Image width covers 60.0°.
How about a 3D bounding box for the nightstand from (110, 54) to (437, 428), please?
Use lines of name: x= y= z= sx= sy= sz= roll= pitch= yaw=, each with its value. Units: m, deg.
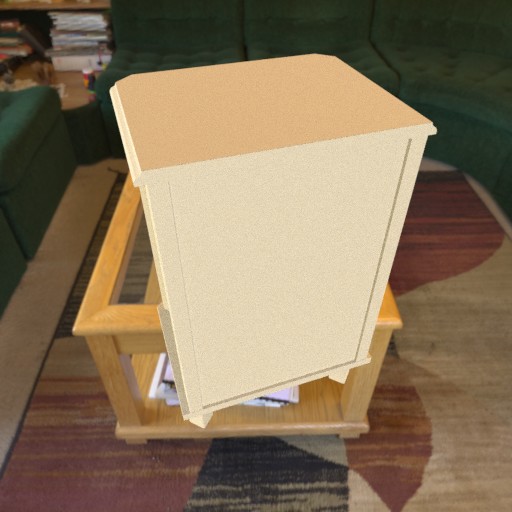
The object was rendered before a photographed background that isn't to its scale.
nightstand: x=0.000 y=0.000 z=0.929 sx=0.435 sy=0.681 sz=0.351 roll=-13 pitch=43 yaw=-14
